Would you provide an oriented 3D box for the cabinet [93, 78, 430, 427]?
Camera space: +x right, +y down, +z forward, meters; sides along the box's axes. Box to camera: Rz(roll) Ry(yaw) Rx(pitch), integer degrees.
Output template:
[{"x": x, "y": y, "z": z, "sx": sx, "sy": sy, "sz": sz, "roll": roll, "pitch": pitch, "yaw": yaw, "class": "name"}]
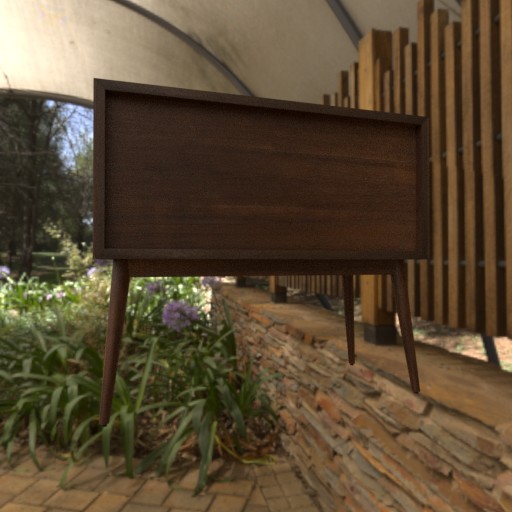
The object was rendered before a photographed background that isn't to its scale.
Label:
[{"x": 0.000, "y": 0.000, "z": 1.099, "sx": 0.743, "sy": 0.654, "sz": 0.354, "roll": 0, "pitch": -1, "yaw": -17, "class": "cabinet"}]
